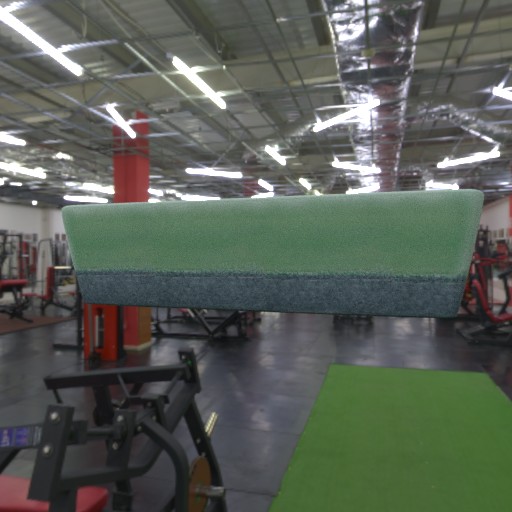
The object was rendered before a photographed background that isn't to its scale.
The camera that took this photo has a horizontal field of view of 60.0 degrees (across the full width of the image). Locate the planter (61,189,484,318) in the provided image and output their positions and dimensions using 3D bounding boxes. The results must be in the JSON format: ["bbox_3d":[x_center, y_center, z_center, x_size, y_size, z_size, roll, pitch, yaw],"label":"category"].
[{"bbox_3d":[0.000,0.000,0.306,0.275,0.072,0.072,0,0,18],"label":"planter"}]
